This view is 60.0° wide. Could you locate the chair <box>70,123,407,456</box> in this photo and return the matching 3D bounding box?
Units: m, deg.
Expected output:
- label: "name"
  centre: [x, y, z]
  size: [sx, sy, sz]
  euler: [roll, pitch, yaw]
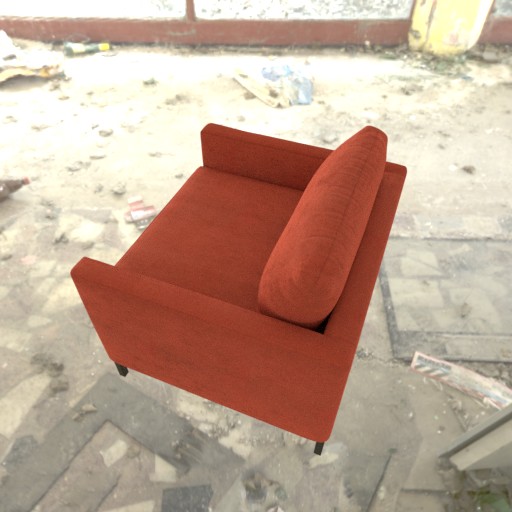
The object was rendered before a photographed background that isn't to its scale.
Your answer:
- label: "chair"
  centre: [0.000, 0.000, 1.650]
  size: [0.875, 0.812, 0.964]
  euler: [16, 48, 15]
